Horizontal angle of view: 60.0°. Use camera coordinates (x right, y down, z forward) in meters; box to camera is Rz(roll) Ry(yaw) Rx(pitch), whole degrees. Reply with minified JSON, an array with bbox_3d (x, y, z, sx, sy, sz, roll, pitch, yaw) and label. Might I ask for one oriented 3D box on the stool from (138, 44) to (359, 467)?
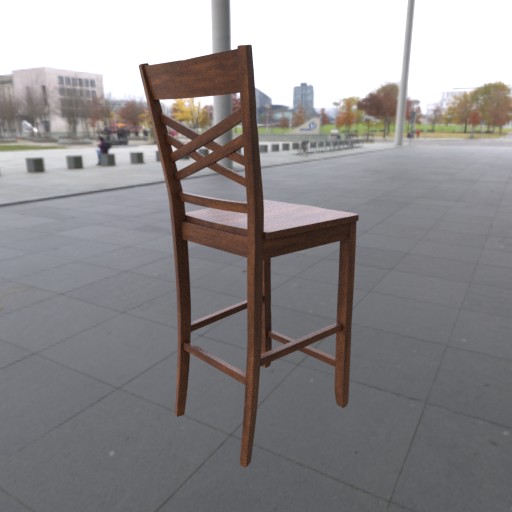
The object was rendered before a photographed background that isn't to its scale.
[{"bbox_3d":[0.000,0.000,1.371,0.504,1.098,0.426,-15,22,-42],"label":"stool"}]
